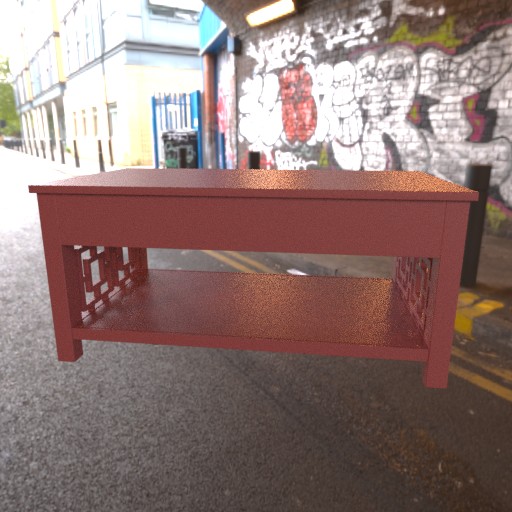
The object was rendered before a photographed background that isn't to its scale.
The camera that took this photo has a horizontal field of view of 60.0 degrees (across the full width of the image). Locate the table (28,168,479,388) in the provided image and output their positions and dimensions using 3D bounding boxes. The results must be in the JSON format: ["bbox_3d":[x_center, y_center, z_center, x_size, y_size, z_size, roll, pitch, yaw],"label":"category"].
[{"bbox_3d":[0.000,0.000,1.395,1.068,0.493,0.612,2,15,7],"label":"table"}]
